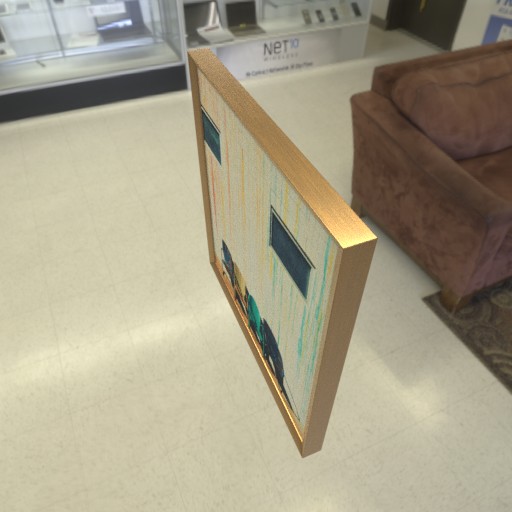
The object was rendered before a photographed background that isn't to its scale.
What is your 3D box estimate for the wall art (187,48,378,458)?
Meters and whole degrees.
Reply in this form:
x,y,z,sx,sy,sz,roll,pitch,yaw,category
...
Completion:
x,y,z,sx,sy,sz,roll,pitch,yaw,category
0.000,0.000,0.752,0.037,0.505,0.505,-16,48,-16,wall art
